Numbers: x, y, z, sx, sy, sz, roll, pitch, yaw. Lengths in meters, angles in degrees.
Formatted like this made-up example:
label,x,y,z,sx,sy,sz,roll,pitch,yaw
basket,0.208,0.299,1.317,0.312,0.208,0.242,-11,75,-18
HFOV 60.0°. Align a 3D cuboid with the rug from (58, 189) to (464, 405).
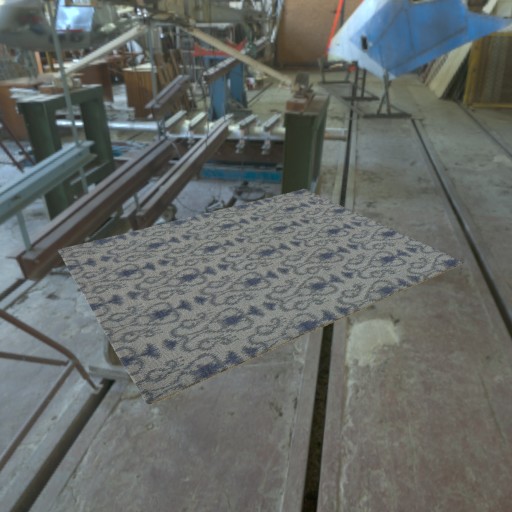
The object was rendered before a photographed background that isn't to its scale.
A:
label,x,y,z,sx,sy,sz,roll,pitch,yaw
rug,0.000,0.000,4.359,3.205,0.015,2.437,-18,33,-29
